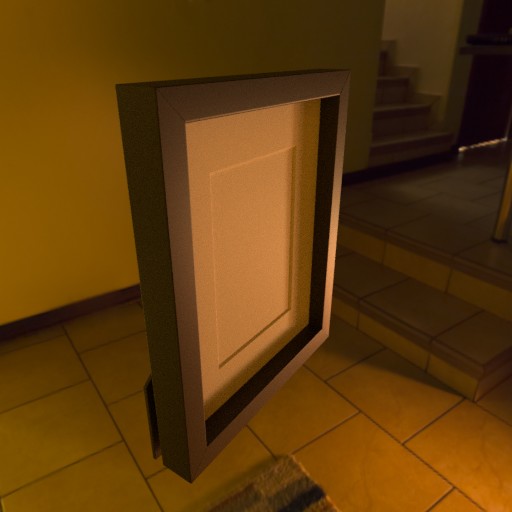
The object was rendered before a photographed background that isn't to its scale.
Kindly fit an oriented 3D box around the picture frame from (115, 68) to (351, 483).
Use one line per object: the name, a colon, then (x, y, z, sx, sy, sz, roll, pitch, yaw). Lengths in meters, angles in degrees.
picture frame: (0.000, 0.000, 0.375, 0.042, 0.284, 0.232, 17, 30, 31)
